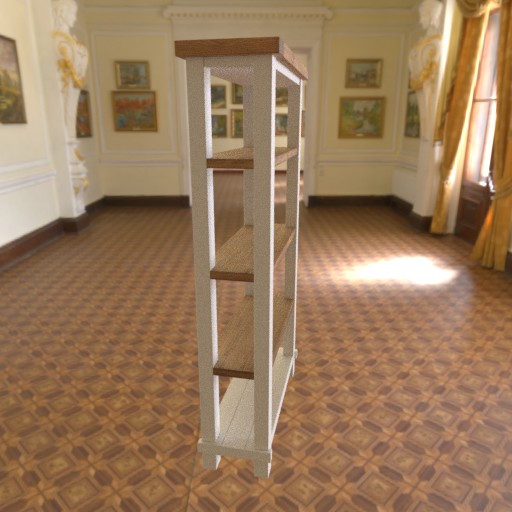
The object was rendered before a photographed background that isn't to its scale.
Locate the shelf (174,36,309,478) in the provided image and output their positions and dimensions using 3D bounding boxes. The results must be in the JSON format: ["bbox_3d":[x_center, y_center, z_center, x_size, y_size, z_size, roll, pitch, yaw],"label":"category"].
[{"bbox_3d":[0.000,0.000,2.289,0.381,1.878,1.022,3,17,12],"label":"shelf"}]
